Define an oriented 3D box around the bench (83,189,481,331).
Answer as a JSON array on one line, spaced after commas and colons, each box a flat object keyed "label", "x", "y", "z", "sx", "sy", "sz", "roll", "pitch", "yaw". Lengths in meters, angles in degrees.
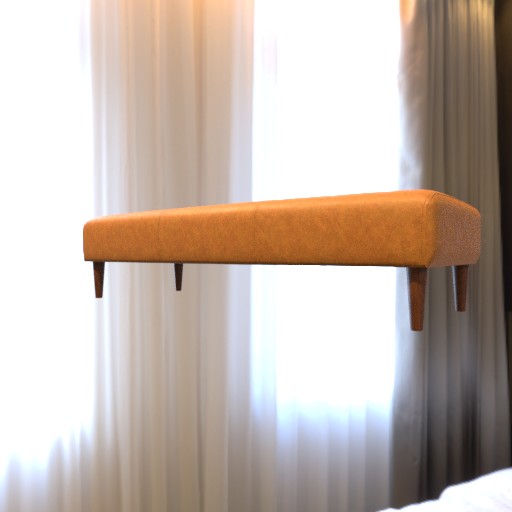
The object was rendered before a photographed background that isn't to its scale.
[{"label": "bench", "x": 0.000, "y": 0.000, "z": 1.856, "sx": 1.610, "sy": 0.399, "sz": 0.653, "roll": 0, "pitch": 0, "yaw": 37}]
